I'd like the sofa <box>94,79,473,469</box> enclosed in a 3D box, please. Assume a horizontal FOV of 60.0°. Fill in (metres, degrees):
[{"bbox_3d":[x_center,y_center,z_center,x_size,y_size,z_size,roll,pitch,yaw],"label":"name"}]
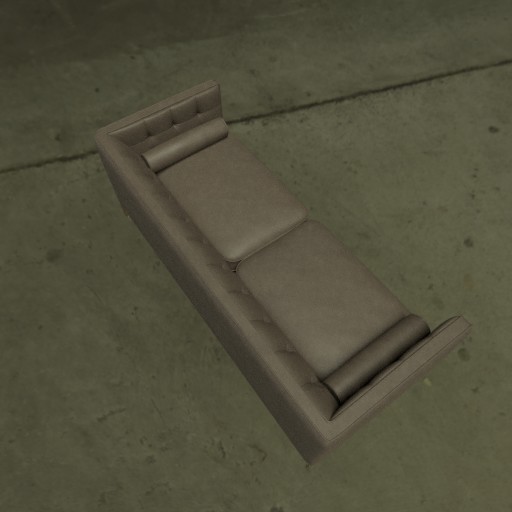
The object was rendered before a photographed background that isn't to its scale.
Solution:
[{"bbox_3d":[0.000,0.000,2.534,0.867,0.789,2.087,-32,63,-18],"label":"sofa"}]
